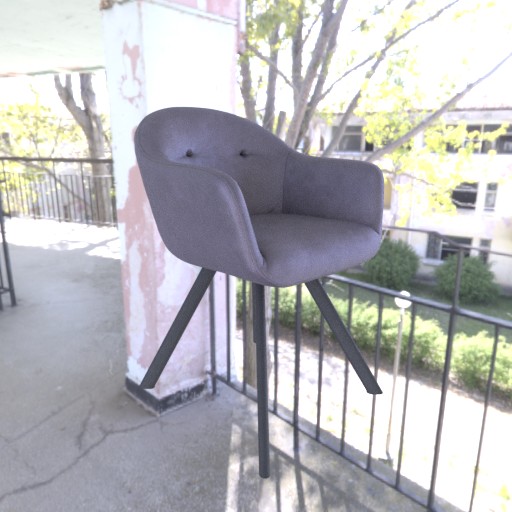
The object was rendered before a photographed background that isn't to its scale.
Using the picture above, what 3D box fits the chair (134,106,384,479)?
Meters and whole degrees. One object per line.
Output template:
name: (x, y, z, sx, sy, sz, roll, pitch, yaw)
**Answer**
chair: (0.000, 0.000, 1.179, 0.567, 0.781, 0.544, -14, 20, -43)
